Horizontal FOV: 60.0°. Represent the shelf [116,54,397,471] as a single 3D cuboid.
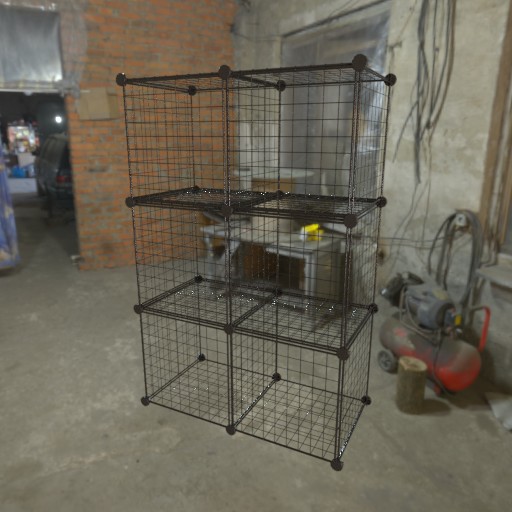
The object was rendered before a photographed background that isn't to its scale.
[{"bbox_3d":[0.000,0.000,1.390,0.711,1.067,0.356,8,17,26],"label":"shelf"}]
